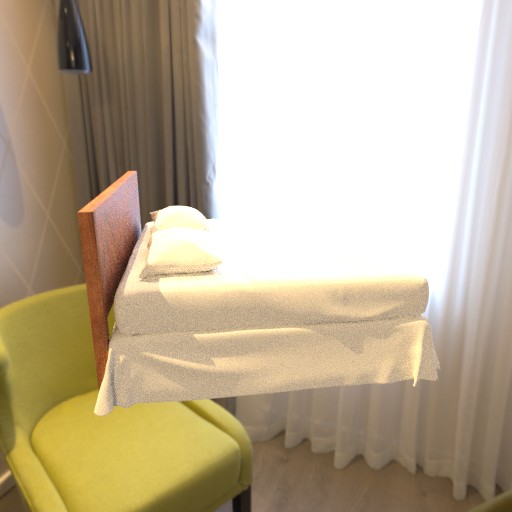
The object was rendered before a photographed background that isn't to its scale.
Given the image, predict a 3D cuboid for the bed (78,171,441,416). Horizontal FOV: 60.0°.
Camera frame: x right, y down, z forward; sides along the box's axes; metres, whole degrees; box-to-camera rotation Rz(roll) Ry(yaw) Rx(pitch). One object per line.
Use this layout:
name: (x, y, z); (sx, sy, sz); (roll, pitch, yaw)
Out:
bed: (0.000, 0.000, 3.523); (2.165, 1.158, 2.255); (-2, 17, -8)
